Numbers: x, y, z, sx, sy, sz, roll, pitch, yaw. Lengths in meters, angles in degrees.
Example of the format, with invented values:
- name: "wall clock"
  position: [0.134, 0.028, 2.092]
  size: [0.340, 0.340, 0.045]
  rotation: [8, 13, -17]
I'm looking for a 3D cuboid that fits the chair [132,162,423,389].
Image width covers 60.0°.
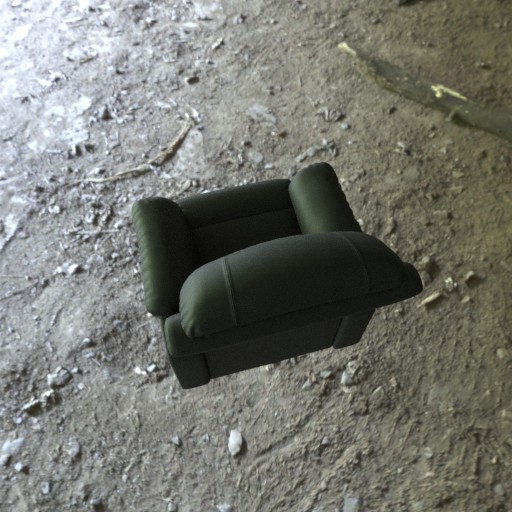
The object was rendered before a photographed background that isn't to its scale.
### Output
- name: "chair"
  position: [0.000, 0.000, 1.678]
  size: [0.855, 0.992, 0.919]
  rotation: [-13, 58, -8]
